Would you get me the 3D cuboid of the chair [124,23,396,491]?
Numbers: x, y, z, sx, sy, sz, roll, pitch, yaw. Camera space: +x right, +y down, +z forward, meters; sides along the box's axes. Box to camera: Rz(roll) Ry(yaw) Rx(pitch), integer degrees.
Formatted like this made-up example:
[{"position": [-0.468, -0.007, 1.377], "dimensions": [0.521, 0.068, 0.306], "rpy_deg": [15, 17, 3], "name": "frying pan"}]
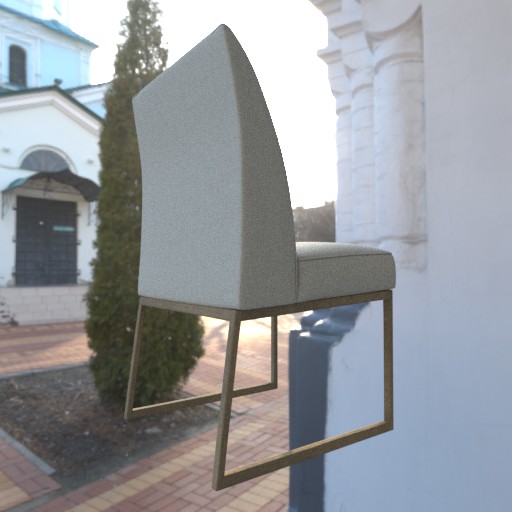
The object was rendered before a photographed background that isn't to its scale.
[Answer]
[{"position": [0.000, 0.000, 1.150], "dimensions": [0.522, 0.863, 0.508], "rpy_deg": [1, -2, -36], "name": "chair"}]
